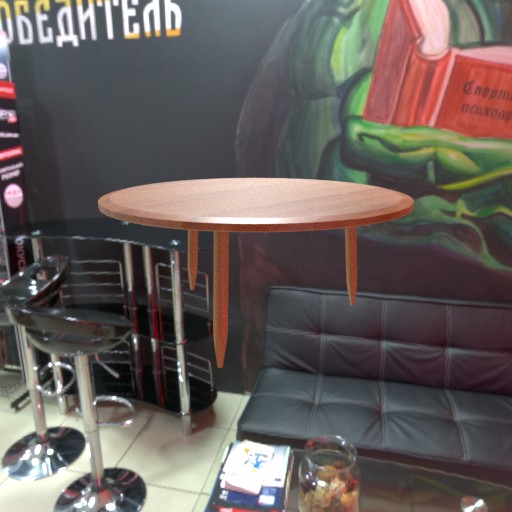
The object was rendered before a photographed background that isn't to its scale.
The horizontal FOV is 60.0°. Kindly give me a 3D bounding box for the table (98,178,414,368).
[{"bbox_3d":[0.000,0.000,1.386,0.900,0.400,0.900,0,16,0],"label":"table"}]
